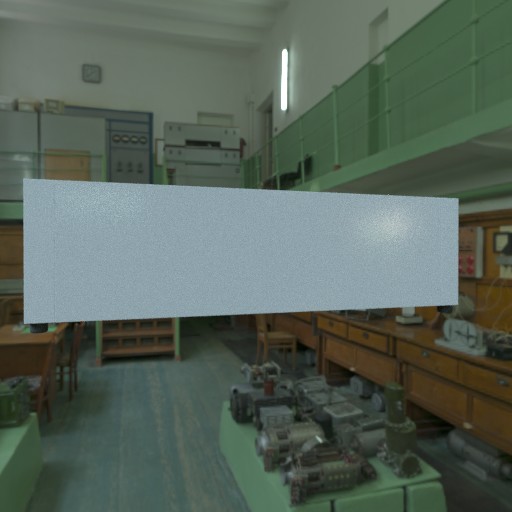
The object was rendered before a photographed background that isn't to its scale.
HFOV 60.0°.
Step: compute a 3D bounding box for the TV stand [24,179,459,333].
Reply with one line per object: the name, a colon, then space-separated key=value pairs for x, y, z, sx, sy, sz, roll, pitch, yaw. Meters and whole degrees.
TV stand: x=0.000 y=0.000 z=1.668 sx=1.500 sy=0.440 sz=0.410 roll=0 pitch=0 yaw=-18
